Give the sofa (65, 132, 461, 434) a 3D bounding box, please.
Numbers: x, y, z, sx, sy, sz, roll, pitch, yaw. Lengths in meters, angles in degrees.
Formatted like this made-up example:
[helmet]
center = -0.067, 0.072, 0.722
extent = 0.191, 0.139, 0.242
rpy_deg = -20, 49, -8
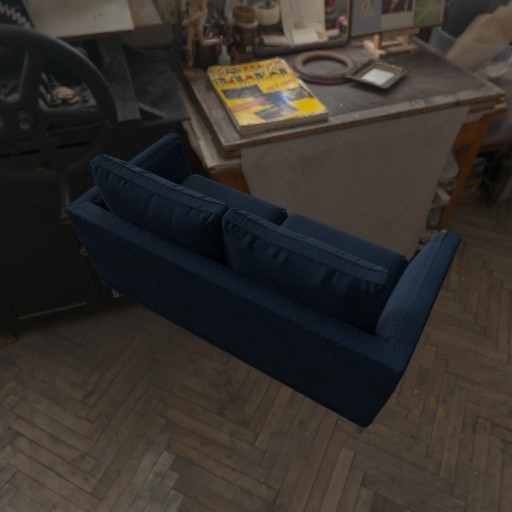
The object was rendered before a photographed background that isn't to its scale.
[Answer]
[sofa]
center = 0.000, 0.000, 2.335
extent = 1.770, 1.002, 0.853
rpy_deg = 24, 51, 21
